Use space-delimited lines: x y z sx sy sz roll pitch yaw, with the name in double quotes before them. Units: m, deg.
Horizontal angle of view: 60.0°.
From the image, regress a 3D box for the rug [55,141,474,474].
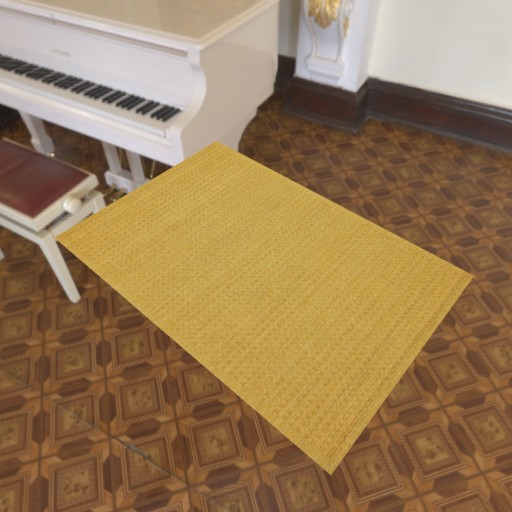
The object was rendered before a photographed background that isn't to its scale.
"rug" 0.000 0.000 3.689 2.895 0.006 1.981 33 55 27
